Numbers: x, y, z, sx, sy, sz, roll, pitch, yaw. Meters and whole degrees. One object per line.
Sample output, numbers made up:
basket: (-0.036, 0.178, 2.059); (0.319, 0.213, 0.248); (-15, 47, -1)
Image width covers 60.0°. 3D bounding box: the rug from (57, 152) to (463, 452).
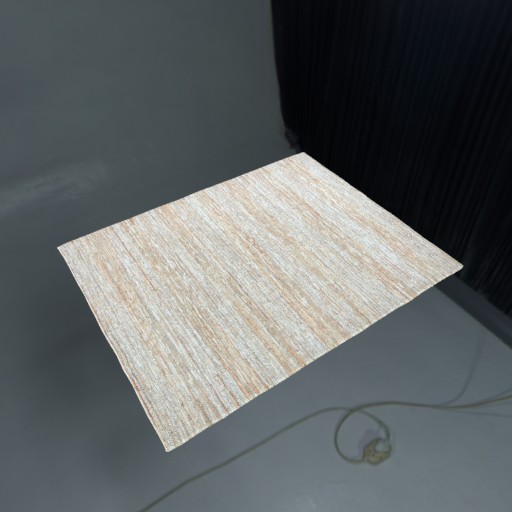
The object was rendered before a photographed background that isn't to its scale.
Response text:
rug: (0.000, 0.000, 4.049); (2.939, 0.009, 2.313); (-26, 50, -24)
